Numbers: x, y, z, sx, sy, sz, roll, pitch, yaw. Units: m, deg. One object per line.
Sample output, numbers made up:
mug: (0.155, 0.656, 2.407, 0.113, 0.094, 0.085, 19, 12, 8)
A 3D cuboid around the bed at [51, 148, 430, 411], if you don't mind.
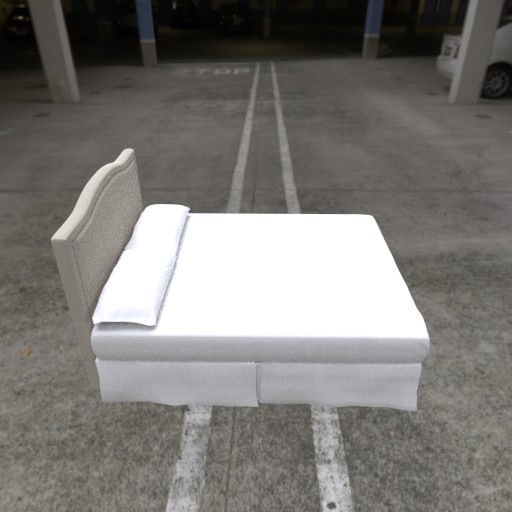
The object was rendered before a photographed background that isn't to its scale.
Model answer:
bed: (0.000, 0.000, 3.706, 2.477, 1.437, 1.977, 0, 32, 1)
